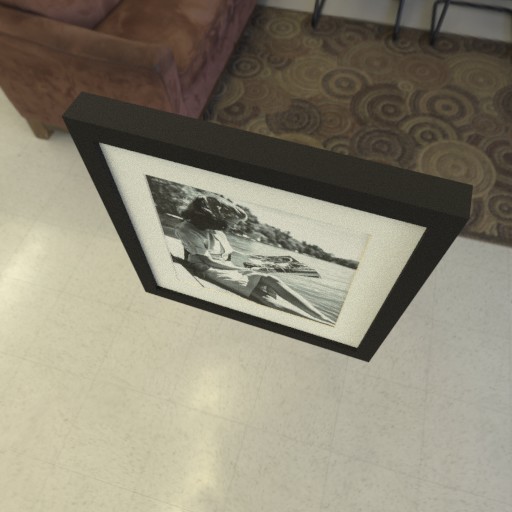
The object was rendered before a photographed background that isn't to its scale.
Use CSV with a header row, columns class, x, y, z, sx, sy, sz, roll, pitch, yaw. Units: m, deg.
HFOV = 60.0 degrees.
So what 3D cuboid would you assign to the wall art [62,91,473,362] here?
class,x,y,z,sx,sy,sz,roll,pitch,yaw
wall art,0.000,0.000,0.456,0.308,0.305,0.030,16,60,9
